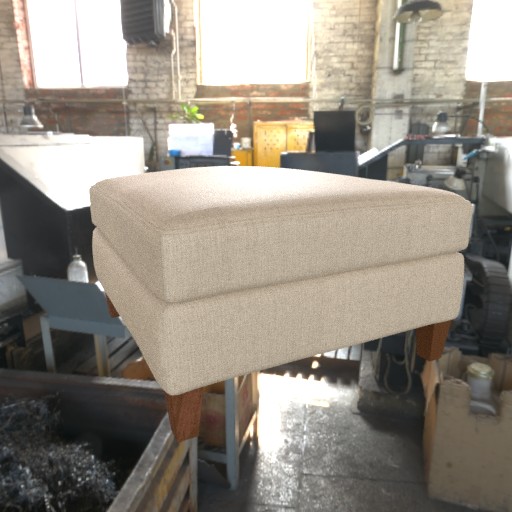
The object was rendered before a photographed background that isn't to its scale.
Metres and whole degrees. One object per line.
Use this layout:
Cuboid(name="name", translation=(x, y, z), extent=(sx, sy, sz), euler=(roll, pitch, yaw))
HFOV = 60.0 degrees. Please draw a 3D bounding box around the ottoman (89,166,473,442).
Cuboid(name="ottoman", translation=(0.000, 0.000, 1.329), extent=(0.838, 0.503, 0.838), euler=(-8, 17, -27))
